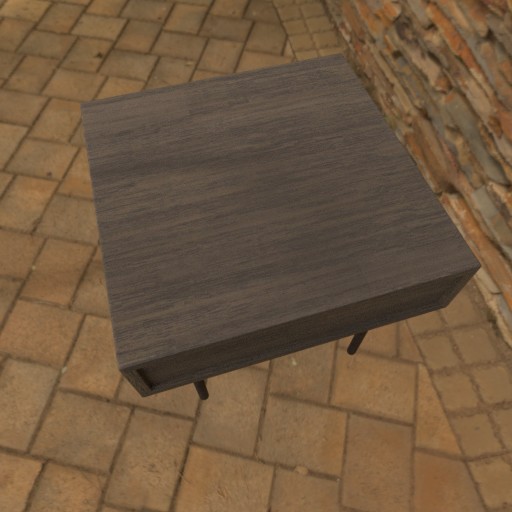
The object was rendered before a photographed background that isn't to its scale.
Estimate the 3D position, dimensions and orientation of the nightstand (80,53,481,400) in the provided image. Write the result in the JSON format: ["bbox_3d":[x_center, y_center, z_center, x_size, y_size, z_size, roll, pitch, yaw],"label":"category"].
[{"bbox_3d":[0.000,0.000,0.909,0.502,0.497,0.503,-15,60,-9],"label":"nightstand"}]
